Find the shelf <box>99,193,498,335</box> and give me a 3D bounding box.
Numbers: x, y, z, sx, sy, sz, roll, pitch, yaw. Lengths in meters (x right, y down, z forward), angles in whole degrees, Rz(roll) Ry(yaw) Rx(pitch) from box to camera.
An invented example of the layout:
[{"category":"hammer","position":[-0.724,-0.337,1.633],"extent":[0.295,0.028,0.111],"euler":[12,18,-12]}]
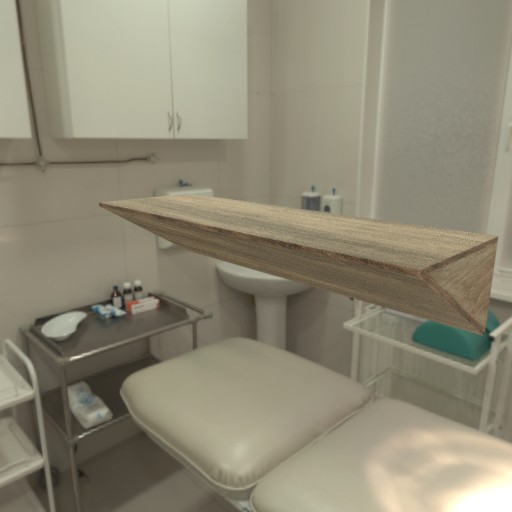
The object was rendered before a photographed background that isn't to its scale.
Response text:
[{"category":"shelf","position":[0.000,0.000,0.679],"extent":[0.200,0.125,0.610],"euler":[-14,20,-43]}]
